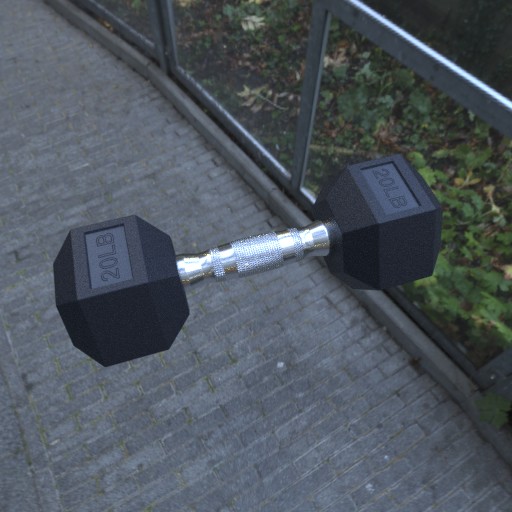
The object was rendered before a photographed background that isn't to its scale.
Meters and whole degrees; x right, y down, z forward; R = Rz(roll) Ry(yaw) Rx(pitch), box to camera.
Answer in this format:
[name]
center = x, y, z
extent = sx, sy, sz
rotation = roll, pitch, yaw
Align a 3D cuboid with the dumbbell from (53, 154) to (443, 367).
[dumbbell]
center = 0.000, 0.000, 0.330
extent = 0.272, 0.092, 0.106
rotation = -14, 59, -9
